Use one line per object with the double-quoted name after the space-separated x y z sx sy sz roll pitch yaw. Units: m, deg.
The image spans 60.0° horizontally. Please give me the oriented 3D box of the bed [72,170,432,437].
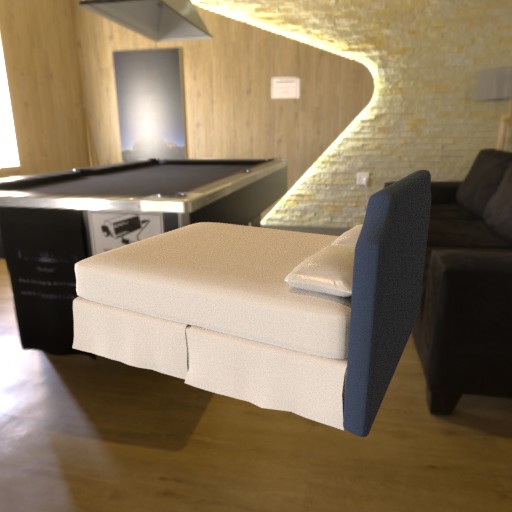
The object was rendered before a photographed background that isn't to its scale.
0.000 0.000 3.417 2.260 1.297 1.831 8 18 26 "bed"
